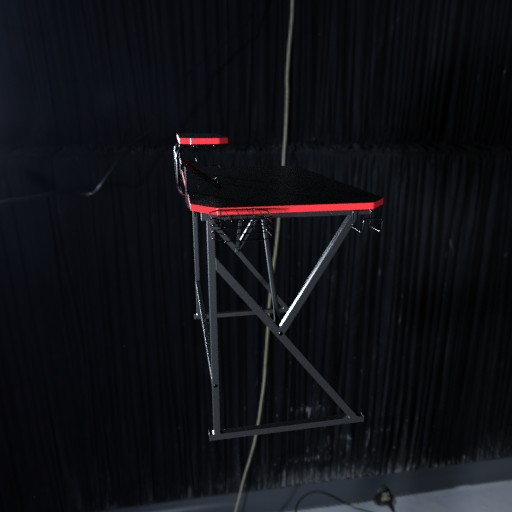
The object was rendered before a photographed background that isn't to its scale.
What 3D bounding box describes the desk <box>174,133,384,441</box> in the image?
[{"bbox_3d":[0.000,0.000,1.734,0.588,0.913,1.280,-3,17,-10],"label":"desk"}]
